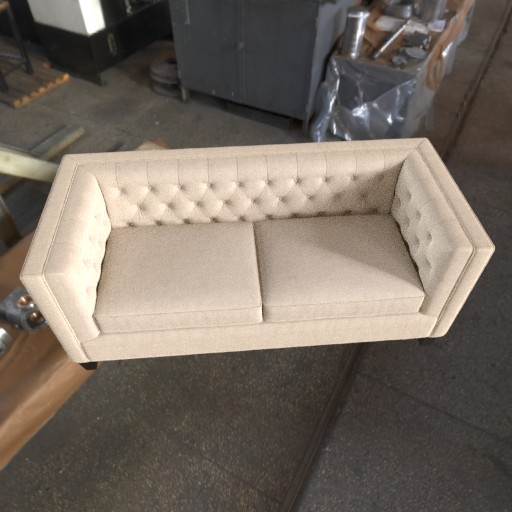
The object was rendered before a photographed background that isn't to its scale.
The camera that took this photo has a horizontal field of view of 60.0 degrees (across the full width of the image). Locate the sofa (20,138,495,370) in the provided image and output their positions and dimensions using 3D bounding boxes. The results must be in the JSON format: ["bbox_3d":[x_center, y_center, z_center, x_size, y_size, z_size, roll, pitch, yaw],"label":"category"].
[{"bbox_3d":[0.000,0.000,2.173,1.778,0.762,0.775,-3,48,-3],"label":"sofa"}]
